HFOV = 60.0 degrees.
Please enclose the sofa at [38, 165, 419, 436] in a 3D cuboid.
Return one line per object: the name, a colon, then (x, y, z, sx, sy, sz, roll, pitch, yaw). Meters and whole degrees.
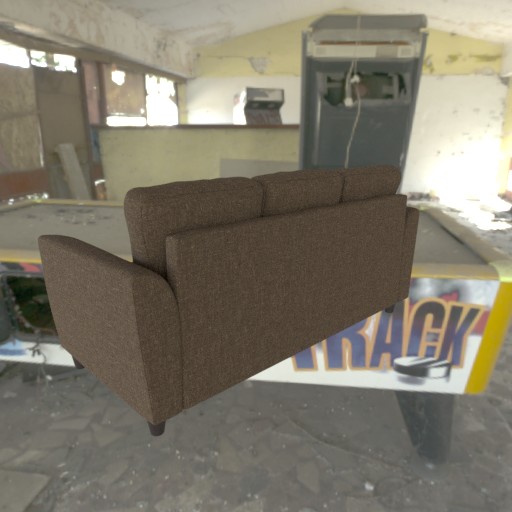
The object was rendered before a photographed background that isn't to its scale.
sofa: (0.000, 0.000, 2.280, 1.847, 0.891, 0.837, -14, 21, -42)
